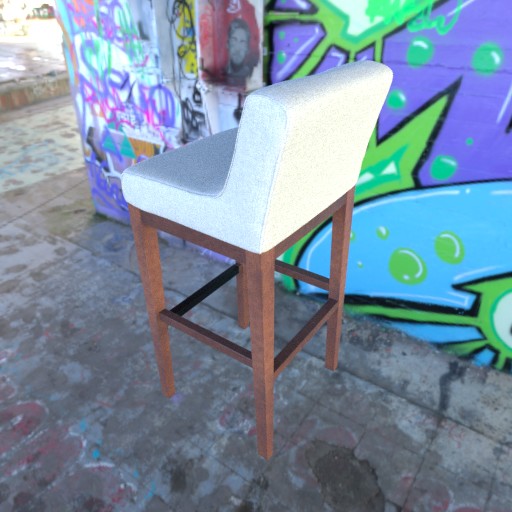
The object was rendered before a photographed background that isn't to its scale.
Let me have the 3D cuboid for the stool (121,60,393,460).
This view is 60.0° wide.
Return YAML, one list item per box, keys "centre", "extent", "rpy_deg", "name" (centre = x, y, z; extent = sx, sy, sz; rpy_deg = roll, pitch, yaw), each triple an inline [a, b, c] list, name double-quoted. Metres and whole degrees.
- centre: [0.000, 0.000, 1.291]
  extent: [0.500, 1.037, 0.511]
  rpy_deg: [20, 36, 29]
  name: "stool"
